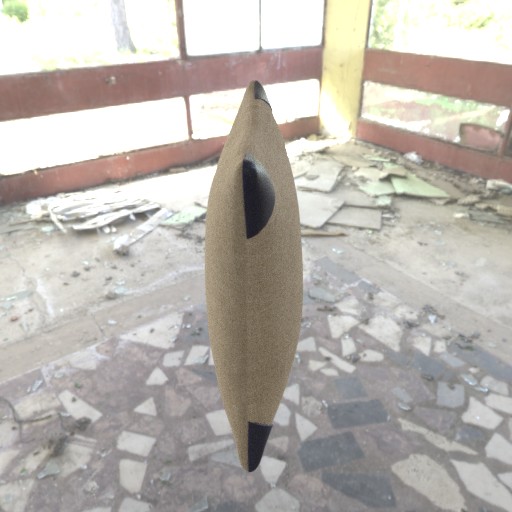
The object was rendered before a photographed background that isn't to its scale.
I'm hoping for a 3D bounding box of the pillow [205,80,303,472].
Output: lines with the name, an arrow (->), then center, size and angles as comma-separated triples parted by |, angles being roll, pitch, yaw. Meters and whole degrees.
pillow -> 0.000, 0.000, 0.675 | 0.147, 0.441, 0.440 | 0, 31, 0
